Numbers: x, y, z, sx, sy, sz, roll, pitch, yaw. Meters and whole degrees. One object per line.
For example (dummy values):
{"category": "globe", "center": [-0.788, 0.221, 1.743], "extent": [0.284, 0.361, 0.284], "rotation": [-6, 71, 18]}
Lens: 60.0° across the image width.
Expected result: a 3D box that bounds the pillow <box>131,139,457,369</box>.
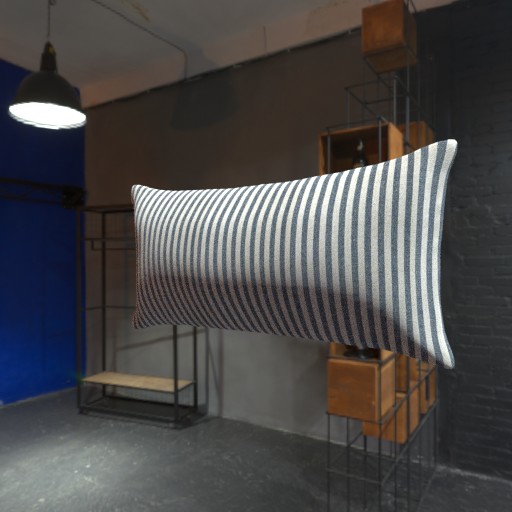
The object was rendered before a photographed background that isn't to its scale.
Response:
{"category": "pillow", "center": [0.000, 0.000, 0.735], "extent": [0.617, 0.295, 0.151], "rotation": [0, -1, 34]}
